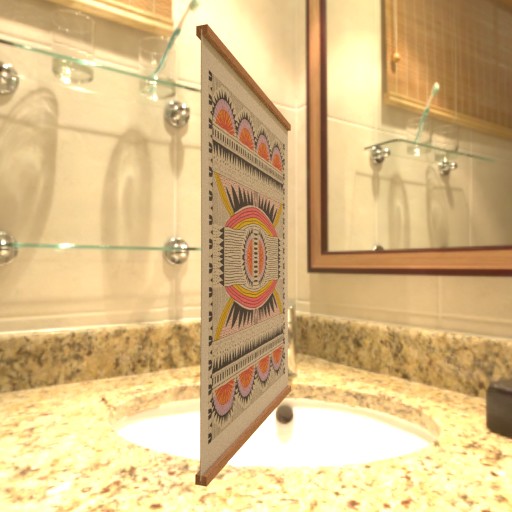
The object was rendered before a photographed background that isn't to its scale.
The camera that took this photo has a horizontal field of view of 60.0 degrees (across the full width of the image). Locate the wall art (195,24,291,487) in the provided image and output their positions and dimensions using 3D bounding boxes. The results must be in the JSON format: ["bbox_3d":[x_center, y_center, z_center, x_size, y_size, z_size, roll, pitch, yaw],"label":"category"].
[{"bbox_3d":[0.000,0.000,1.337,0.028,1.016,0.765,0,-1,19],"label":"wall art"}]
